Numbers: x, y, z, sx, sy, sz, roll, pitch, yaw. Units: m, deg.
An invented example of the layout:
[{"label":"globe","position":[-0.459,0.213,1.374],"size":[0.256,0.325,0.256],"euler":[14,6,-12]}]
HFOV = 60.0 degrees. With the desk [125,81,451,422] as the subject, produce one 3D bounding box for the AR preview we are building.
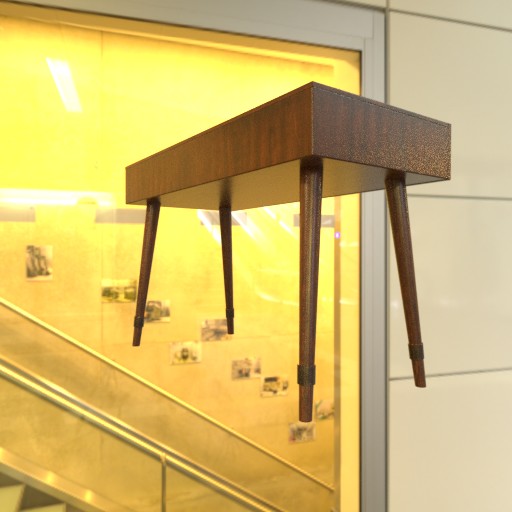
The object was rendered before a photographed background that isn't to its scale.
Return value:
[{"label":"desk","position":[0.000,0.000,2.149],"size":[0.734,1.031,1.577],"euler":[0,0,-36]}]
